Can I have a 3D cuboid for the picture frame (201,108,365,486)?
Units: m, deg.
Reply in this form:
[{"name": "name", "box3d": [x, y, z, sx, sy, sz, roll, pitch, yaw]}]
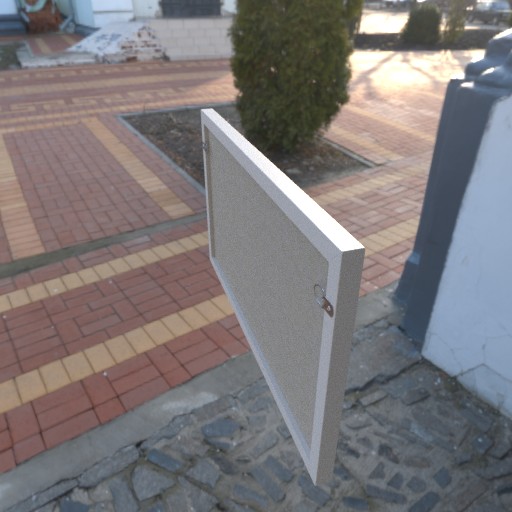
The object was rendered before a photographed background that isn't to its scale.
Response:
[{"name": "picture frame", "box3d": [0.000, 0.000, 0.791, 0.044, 0.379, 0.647, -10, 32, -16]}]
